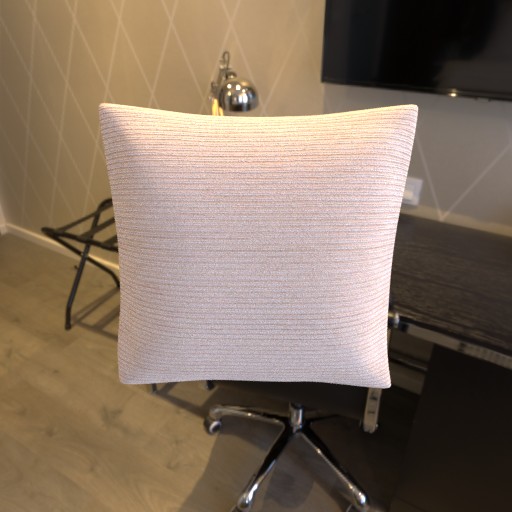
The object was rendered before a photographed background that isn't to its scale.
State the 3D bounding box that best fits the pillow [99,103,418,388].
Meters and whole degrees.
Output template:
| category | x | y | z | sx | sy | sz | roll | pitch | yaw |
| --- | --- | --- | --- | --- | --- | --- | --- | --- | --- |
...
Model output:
| category | x | y | z | sx | sy | sz | roll | pitch | yaw |
| --- | --- | --- | --- | --- | --- | --- | --- | --- | --- |
| pillow | 0.000 | 0.000 | 0.639 | 0.424 | 0.401 | 0.177 | 1 | 30 | 1 |
